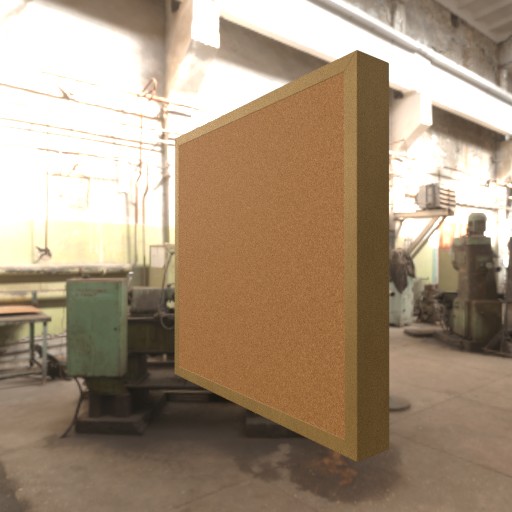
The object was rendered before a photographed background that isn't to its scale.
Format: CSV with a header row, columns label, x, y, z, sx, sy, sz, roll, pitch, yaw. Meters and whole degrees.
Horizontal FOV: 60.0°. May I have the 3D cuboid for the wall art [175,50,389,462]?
label,x,y,z,sx,sy,sz,roll,pitch,yaw
wall art,0.000,0.000,0.461,0.038,0.305,0.305,0,0,-36
